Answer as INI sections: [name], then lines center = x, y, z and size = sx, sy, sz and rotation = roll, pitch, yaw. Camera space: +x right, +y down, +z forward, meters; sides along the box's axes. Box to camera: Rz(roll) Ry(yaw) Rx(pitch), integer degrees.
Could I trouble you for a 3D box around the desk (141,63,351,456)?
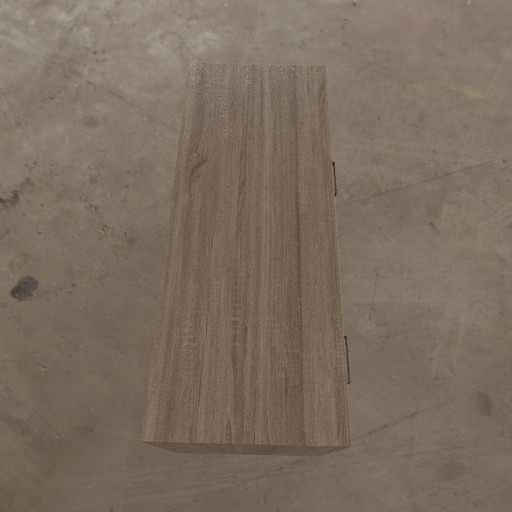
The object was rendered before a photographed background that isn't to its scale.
[desk]
center = 0.000, 0.000, 2.111
size = 0.690, 0.760, 1.700
rotation = 1, 64, 1
